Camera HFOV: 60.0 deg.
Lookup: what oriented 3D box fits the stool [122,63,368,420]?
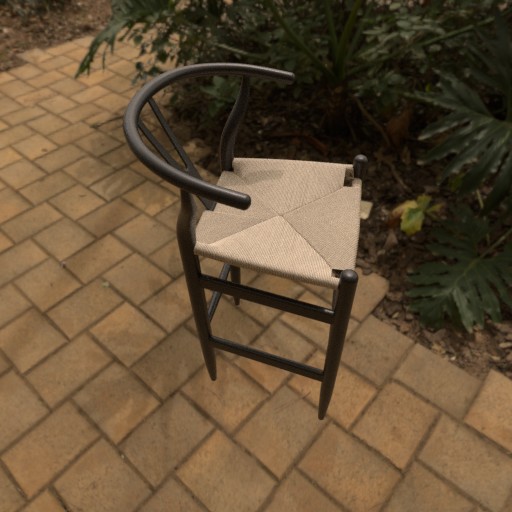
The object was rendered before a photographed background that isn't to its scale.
[{"bbox_3d":[0.000,0.000,1.331,0.579,0.970,0.569,9,47,9],"label":"stool"}]
